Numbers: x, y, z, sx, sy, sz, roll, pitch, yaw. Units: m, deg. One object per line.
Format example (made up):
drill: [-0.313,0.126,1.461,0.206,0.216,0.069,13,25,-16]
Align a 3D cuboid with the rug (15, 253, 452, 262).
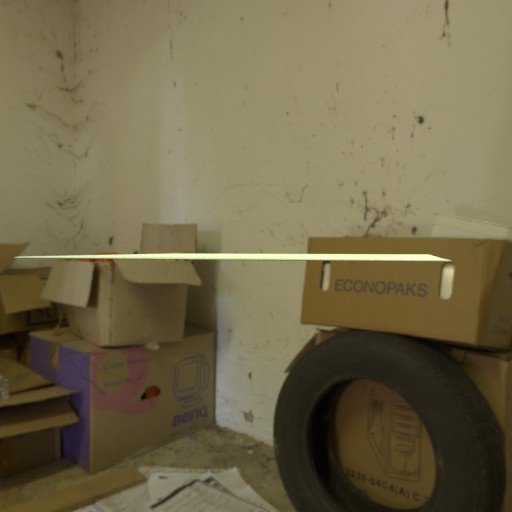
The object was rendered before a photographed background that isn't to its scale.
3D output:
rug: [0.000,0.000,3.921,2.980,0.012,2.363,0,1,19]
